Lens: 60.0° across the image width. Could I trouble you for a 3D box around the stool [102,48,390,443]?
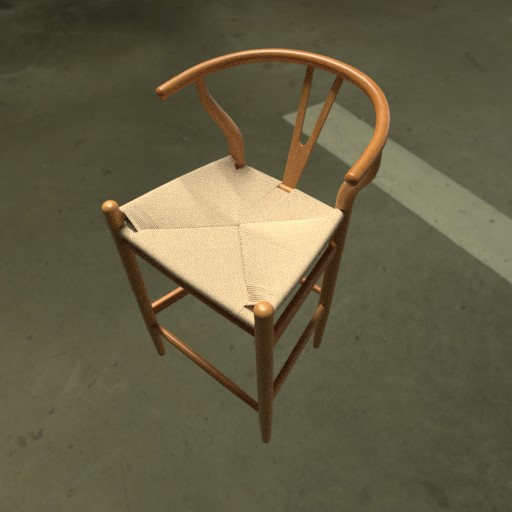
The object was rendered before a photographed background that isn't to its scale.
[{"bbox_3d":[0.000,0.000,1.295,0.569,0.970,0.579,31,54,26],"label":"stool"}]
